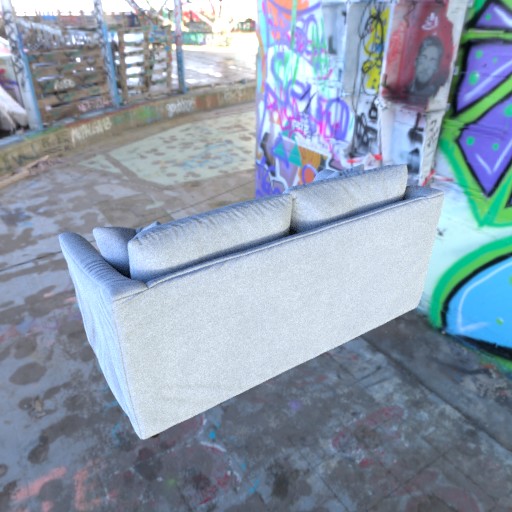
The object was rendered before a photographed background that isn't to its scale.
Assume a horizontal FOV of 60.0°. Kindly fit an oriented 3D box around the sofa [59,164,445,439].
[{"bbox_3d":[0.000,0.000,2.677,2.010,1.018,1.072,-18,34,-29],"label":"sofa"}]
